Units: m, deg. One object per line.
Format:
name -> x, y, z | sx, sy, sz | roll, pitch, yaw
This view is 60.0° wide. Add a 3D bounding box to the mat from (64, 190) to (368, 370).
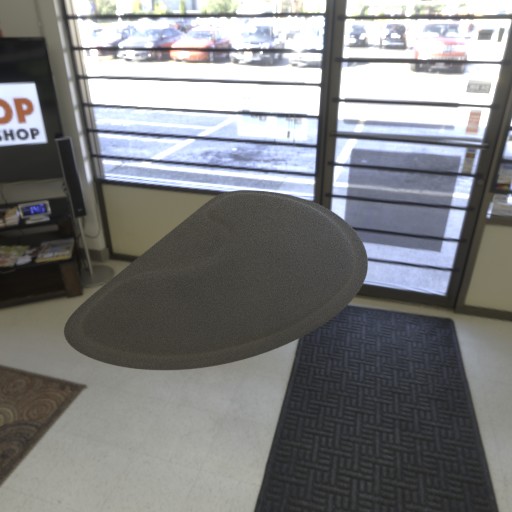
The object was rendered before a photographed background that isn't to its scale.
mat -> 0.000, 0.000, 1.857 | 0.913, 0.013, 1.524 | 10, 30, 17
